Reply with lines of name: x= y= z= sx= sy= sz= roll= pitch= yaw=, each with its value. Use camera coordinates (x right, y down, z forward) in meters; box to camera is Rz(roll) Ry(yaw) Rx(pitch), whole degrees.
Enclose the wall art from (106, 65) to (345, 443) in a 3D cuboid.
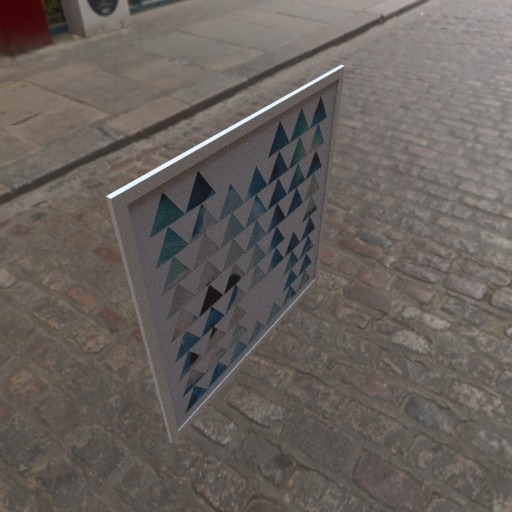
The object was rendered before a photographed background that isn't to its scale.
wall art: x=0.000 y=0.000 z=0.690 sx=0.007 sy=0.456 sz=0.456 roll=25 pitch=47 yaw=26
